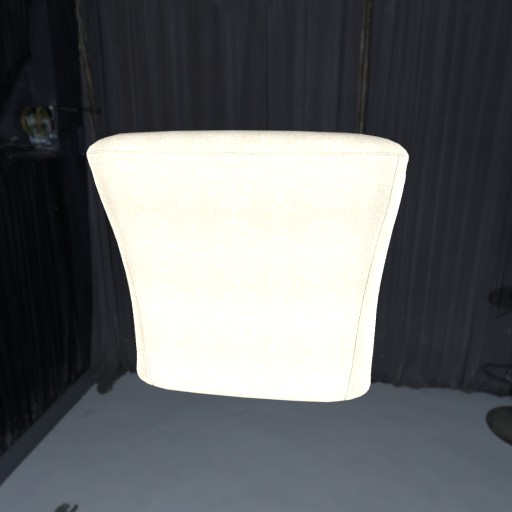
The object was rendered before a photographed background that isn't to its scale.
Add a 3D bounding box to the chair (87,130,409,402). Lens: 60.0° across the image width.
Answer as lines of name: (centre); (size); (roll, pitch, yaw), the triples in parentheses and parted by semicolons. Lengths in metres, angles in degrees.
chair: (0.000, 0.000, 1.567); (0.864, 0.856, 0.923); (2, 16, 8)
